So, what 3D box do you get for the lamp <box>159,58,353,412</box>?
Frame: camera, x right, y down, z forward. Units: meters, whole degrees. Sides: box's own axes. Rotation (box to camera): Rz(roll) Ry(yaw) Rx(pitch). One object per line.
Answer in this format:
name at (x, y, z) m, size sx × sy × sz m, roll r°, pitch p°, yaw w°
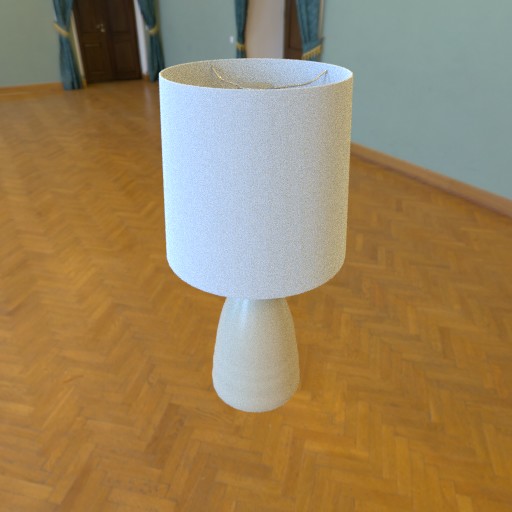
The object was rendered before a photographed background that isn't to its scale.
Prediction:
lamp at (0.000, 0.000, 0.475) m, size 0.186 × 0.369 × 0.186 m, roll 0°, pitch 31°, yaw 0°
